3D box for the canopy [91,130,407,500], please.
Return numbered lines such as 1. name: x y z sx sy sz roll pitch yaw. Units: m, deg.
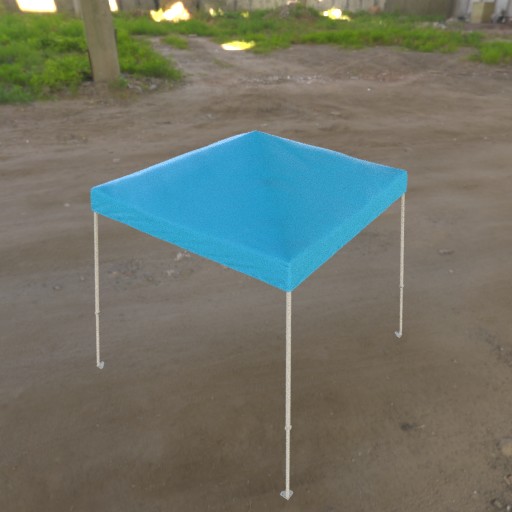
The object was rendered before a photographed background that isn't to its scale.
1. canopy: 0.000 0.000 6.385 3.600 3.600 3.599 21 37 31
